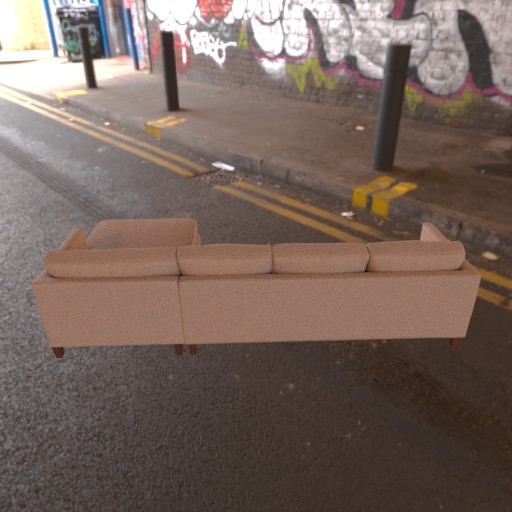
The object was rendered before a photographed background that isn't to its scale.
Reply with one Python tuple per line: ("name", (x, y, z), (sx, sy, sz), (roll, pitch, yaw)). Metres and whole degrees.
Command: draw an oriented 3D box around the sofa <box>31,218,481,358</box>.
("sofa", (0.000, 0.000, 3.926), (3.186, 0.861, 1.625), (-1, 29, -2))
